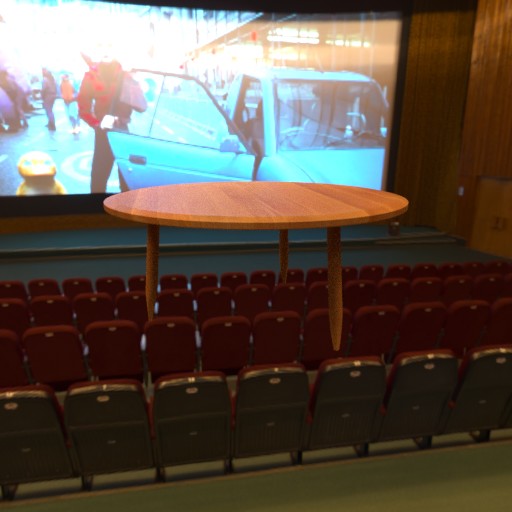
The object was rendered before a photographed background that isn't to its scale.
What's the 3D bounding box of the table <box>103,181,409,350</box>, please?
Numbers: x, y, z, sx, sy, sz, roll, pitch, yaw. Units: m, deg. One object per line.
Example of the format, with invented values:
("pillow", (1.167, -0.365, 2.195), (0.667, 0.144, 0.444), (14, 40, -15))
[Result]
("table", (0.000, 0.000, 1.428), (0.900, 0.400, 0.900), (0, 15, 0))
